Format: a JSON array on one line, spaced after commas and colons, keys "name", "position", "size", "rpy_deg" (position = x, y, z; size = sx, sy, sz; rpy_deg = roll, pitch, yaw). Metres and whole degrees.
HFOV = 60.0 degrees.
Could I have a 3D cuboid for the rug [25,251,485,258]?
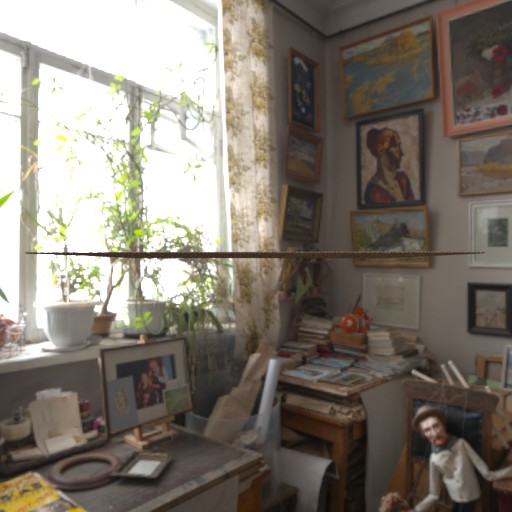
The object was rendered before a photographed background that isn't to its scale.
[{"name": "rug", "position": [0.000, 0.000, 4.097], "size": [3.048, 0.013, 2.439], "rpy_deg": [0, -1, 2]}]
